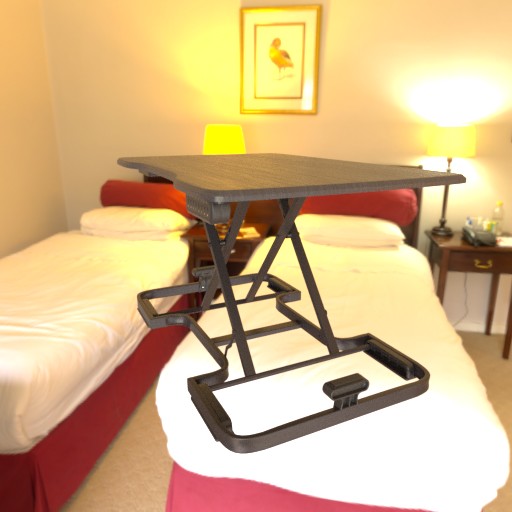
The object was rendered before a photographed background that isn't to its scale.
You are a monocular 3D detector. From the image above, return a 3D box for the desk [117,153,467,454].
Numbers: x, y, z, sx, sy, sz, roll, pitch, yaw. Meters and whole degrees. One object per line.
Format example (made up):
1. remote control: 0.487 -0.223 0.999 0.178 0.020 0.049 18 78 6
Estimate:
1. desk: 0.000 0.000 1.152 0.546 0.470 0.820 -8 18 -25
